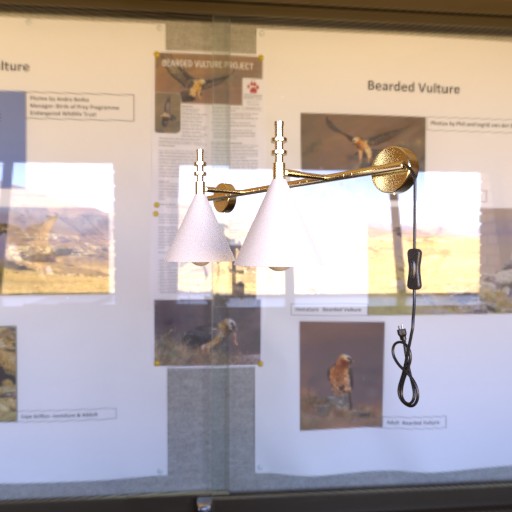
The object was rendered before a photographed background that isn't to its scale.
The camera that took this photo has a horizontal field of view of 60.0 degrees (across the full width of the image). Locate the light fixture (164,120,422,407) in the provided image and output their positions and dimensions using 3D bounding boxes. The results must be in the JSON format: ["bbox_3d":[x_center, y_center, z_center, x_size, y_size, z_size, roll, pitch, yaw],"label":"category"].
[{"bbox_3d":[0.000,0.000,0.890,0.239,0.468,0.642,-1,1,-37],"label":"light fixture"}]
